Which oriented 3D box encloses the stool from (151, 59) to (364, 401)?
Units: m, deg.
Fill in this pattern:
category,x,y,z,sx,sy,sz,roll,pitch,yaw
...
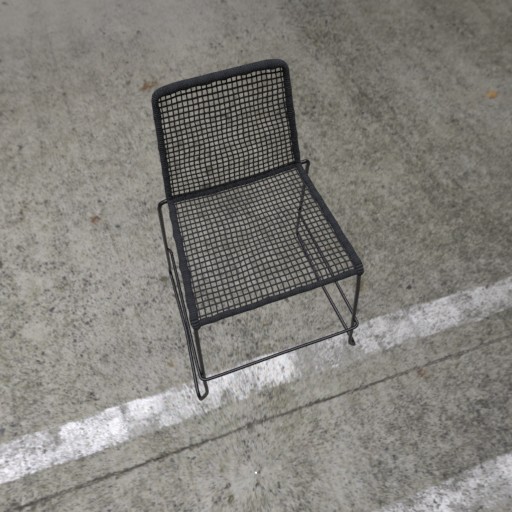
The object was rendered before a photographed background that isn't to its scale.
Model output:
category,x,y,z,sx,sy,sz,roll,pitch,yaw
stool,0.000,0.000,1.256,0.590,0.905,0.509,-17,65,-8
